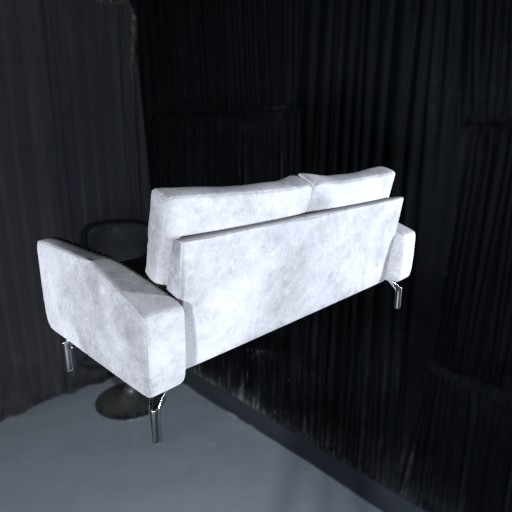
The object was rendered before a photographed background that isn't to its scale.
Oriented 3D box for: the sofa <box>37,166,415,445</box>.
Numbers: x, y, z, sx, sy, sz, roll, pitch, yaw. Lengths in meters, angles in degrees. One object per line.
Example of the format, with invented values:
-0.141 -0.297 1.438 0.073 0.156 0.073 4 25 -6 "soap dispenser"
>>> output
0.000 0.000 2.269 0.849 0.859 1.837 14 21 42 "sofa"
